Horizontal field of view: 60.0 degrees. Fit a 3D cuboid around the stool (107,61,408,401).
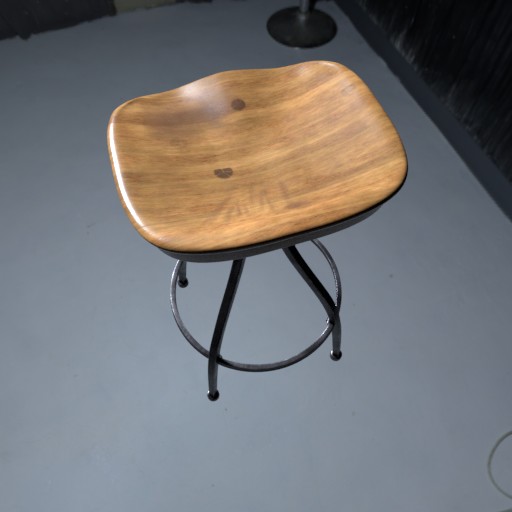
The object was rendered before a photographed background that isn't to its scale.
[{"bbox_3d":[0.000,0.000,0.967,0.432,0.694,0.424,-16,61,-9],"label":"stool"}]
